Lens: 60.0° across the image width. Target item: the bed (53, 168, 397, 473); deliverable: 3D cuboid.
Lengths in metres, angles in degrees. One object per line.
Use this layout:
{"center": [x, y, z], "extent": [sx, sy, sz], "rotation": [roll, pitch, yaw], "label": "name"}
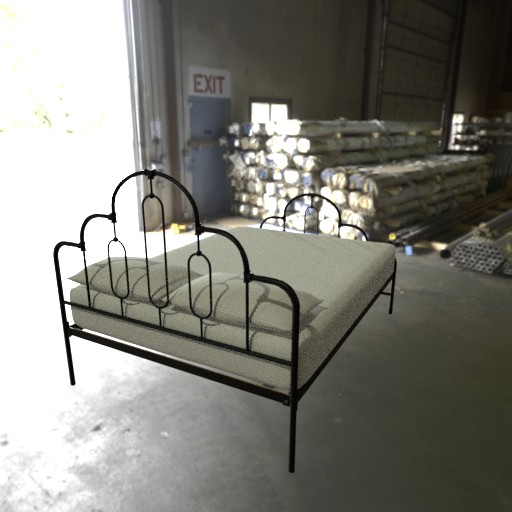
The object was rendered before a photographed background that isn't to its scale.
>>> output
{"center": [0.000, 0.000, 3.265], "extent": [1.626, 1.444, 2.181], "rotation": [9, 19, 28], "label": "bed"}
